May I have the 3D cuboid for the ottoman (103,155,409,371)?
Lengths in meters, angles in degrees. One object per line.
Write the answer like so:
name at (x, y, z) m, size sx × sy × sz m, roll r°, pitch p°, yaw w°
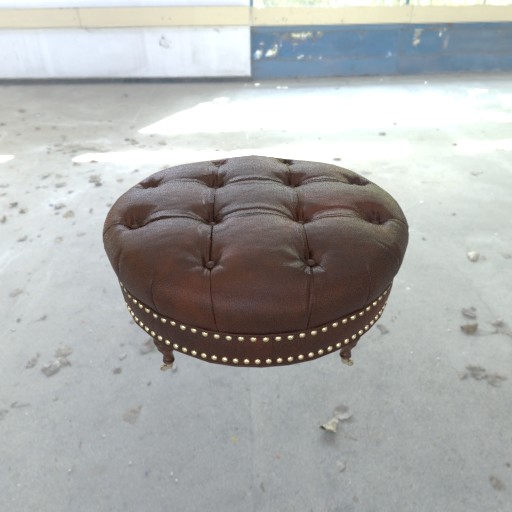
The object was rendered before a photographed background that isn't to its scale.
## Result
ottoman at (0.000, 0.000, 1.422) m, size 0.901 × 0.455 × 0.901 m, roll 0°, pitch 33°, yaw 0°
